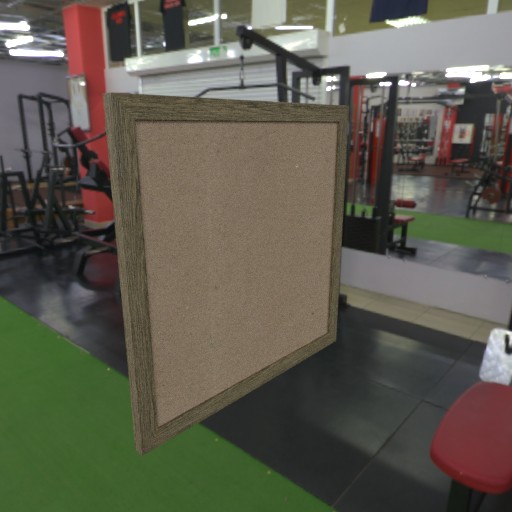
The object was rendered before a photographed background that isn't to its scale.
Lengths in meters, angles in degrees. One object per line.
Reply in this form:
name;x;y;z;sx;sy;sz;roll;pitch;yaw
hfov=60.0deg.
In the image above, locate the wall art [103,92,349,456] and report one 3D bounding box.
wall art;0.000;0.000;0.769;0.019;0.508;0.508;15;22;42
